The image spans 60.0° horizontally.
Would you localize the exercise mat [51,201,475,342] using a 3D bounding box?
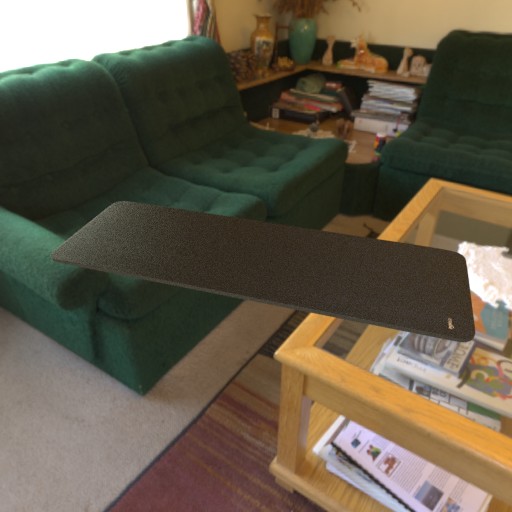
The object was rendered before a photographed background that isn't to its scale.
[{"bbox_3d":[0.000,0.000,2.072,1.869,0.021,0.616,10,35,14],"label":"exercise mat"}]
